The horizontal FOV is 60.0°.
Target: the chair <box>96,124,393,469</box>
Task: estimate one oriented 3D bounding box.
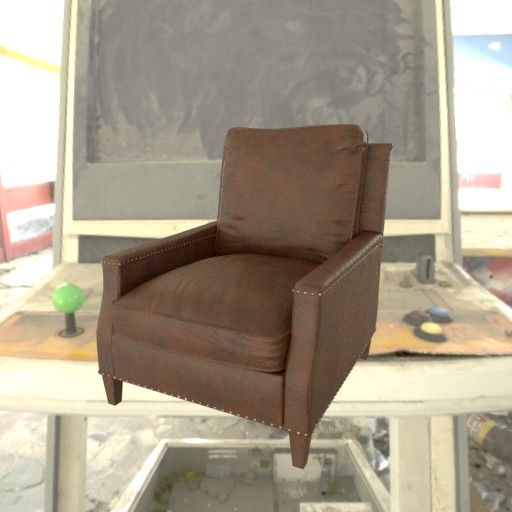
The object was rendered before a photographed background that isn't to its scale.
[{"bbox_3d":[0.000,0.000,1.808,0.854,1.054,1.035,7,15,26],"label":"chair"}]
